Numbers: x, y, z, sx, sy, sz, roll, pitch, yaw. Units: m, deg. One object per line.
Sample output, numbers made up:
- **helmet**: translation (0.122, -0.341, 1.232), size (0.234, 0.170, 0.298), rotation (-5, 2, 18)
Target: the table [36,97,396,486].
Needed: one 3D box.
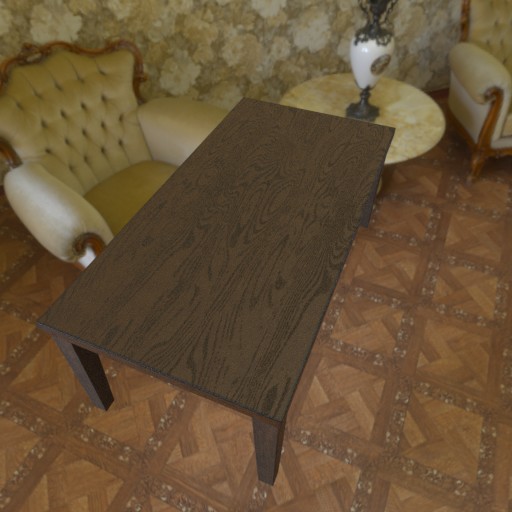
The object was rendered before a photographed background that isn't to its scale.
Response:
- **table**: translation (0.000, 0.000, 2.478), size (1.016, 0.762, 1.981), rotation (17, 49, 16)
